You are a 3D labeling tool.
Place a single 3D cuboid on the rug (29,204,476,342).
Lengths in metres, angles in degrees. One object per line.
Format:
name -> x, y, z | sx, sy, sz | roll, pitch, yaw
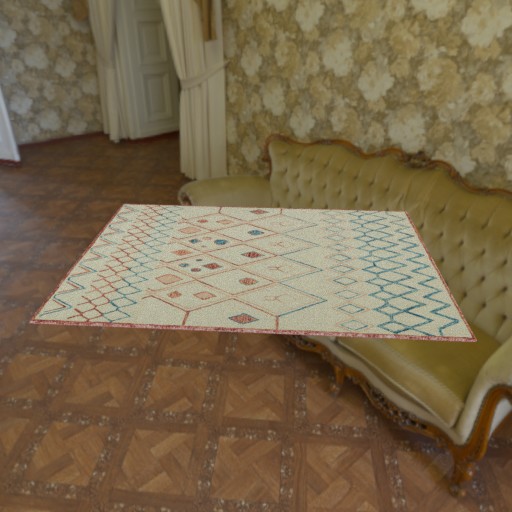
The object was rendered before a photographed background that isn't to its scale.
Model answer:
rug -> 0.000, 0.000, 2.328 | 1.829, 0.016, 1.219 | 2, 30, 3
